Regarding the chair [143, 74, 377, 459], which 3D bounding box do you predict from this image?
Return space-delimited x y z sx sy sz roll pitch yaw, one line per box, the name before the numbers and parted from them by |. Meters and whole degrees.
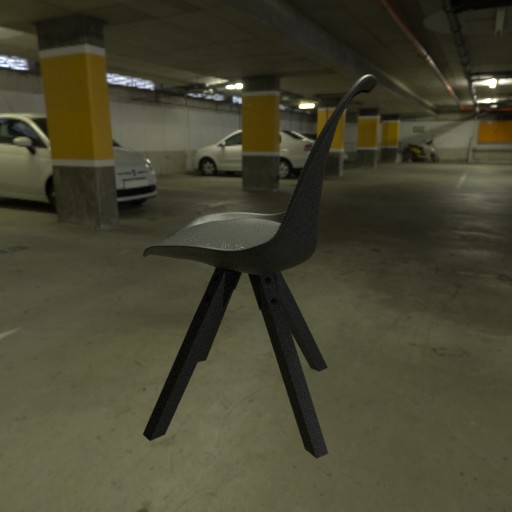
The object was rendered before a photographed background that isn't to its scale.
chair | 0.000 0.000 1.165 0.550 0.850 0.485 2 15 9
